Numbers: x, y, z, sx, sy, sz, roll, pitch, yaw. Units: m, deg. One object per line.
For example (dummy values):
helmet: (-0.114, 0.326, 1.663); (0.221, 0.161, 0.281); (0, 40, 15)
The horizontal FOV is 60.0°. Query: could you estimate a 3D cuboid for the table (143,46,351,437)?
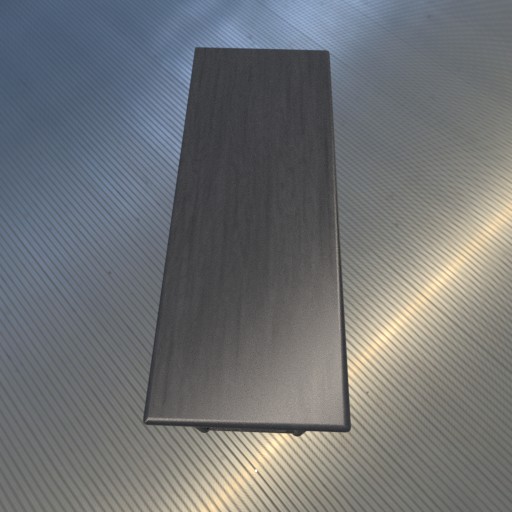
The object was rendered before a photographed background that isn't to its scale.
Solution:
table: (0.000, 0.000, 1.546); (0.459, 0.735, 1.184); (2, 64, 1)
